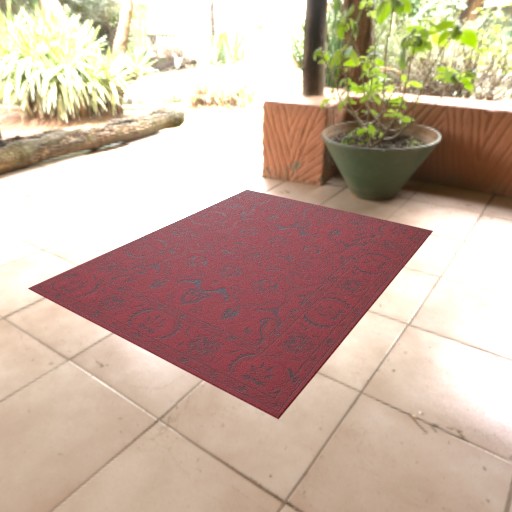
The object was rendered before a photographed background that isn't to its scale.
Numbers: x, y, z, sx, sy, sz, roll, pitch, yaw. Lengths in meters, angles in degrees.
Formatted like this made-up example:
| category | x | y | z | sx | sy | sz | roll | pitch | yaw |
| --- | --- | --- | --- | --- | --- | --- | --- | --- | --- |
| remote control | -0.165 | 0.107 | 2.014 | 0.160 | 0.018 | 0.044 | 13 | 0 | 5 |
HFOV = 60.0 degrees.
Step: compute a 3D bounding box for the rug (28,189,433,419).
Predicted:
| category | x | y | z | sx | sy | sz | roll | pitch | yaw |
| --- | --- | --- | --- | --- | --- | --- | --- | --- | --- |
| rug | 0.000 | 0.000 | 3.945 | 2.300 | 0.012 | 2.929 | 17 | 32 | 30 |
